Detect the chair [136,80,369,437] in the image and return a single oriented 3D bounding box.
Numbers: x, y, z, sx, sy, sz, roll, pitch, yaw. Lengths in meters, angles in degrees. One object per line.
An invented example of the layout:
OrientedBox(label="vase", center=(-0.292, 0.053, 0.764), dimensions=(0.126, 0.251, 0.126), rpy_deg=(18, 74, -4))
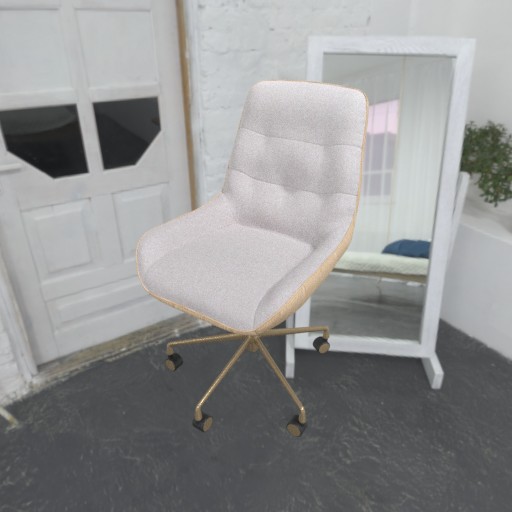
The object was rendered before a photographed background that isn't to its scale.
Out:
OrientedBox(label="chair", center=(0.000, 0.000, 1.384), dimensions=(0.564, 0.952, 0.668), rpy_deg=(18, 34, 28))
